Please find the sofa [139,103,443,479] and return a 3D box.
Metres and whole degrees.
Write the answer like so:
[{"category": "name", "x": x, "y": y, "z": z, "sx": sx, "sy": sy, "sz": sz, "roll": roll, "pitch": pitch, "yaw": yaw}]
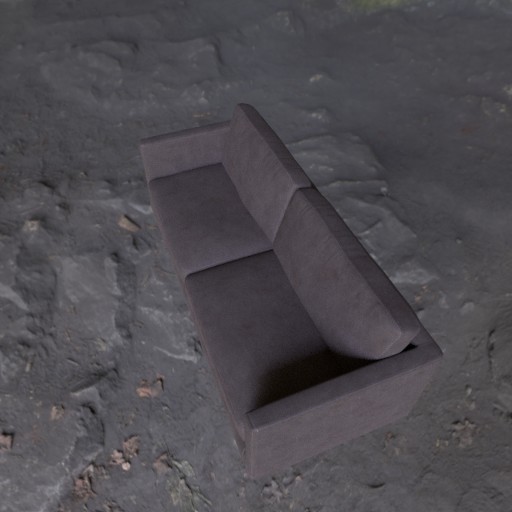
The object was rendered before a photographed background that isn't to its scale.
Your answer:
[{"category": "sofa", "x": 0.000, "y": 0.000, "z": 2.711, "sx": 0.951, "sy": 0.965, "sz": 2.208, "roll": -16, "pitch": 50, "yaw": -14}]
